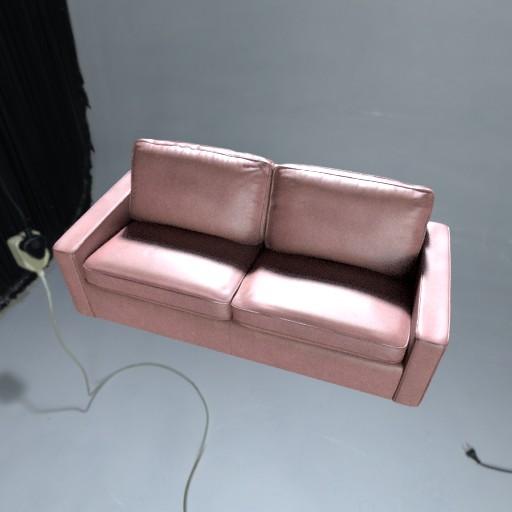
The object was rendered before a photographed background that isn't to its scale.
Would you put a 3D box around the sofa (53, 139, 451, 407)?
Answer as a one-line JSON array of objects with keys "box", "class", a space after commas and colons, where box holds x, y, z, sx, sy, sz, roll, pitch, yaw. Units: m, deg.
[{"box": [0.000, 0.000, 2.558, 2.080, 0.919, 0.940, 12, 44, 13], "class": "sofa"}]
